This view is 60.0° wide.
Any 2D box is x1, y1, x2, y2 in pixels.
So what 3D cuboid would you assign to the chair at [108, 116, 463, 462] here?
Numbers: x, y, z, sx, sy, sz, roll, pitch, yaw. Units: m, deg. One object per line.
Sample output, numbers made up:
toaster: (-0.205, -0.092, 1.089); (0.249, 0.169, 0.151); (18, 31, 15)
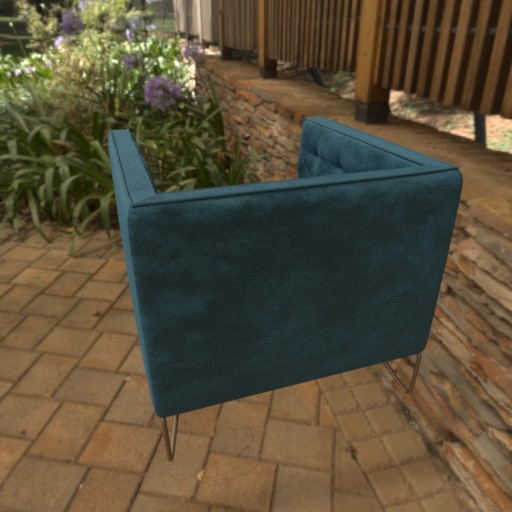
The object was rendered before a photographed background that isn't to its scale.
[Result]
chair: (0.000, 0.000, 1.560); (0.880, 0.790, 0.894); (-9, 28, -17)
